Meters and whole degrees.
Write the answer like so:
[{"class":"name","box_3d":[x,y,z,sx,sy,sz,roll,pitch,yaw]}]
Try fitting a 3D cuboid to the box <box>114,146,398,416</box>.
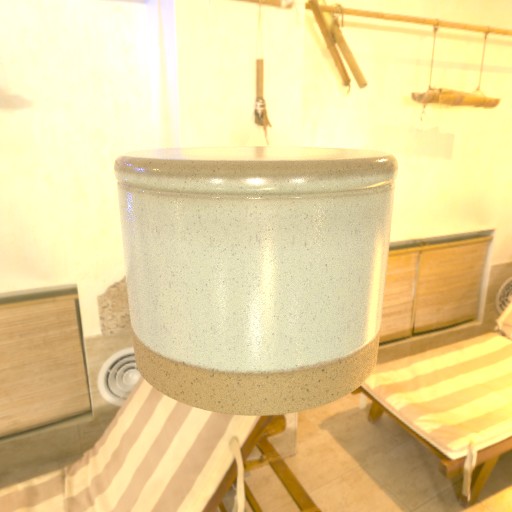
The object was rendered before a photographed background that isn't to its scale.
[{"class":"box","box_3d":[0.000,0.000,0.266,0.154,0.123,0.154,0,16,0]}]
